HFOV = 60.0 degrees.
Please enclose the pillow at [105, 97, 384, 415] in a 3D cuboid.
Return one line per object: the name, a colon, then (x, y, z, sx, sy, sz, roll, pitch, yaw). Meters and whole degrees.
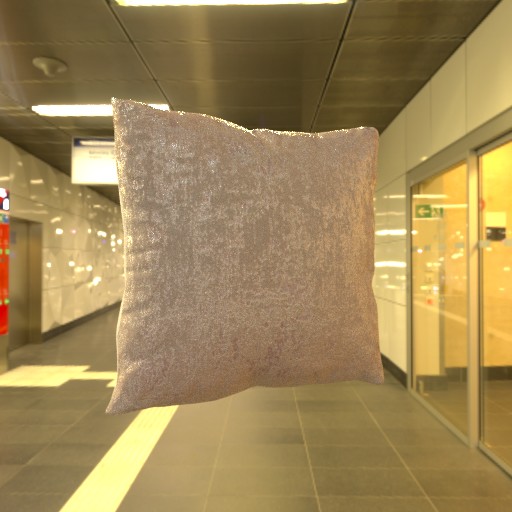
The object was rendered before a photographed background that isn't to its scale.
pillow: (0.000, 0.000, 0.703, 0.450, 0.448, 0.245, 0, -1, -18)
